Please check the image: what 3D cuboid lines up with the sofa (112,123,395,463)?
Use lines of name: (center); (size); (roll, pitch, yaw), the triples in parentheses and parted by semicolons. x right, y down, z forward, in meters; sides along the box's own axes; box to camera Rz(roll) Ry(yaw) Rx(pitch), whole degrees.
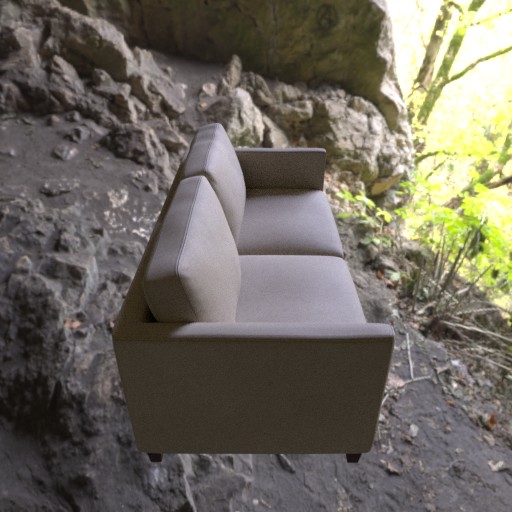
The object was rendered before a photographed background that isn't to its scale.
sofa: (0.000, 0.000, 2.305); (0.950, 0.940, 1.846); (0, 33, 0)
